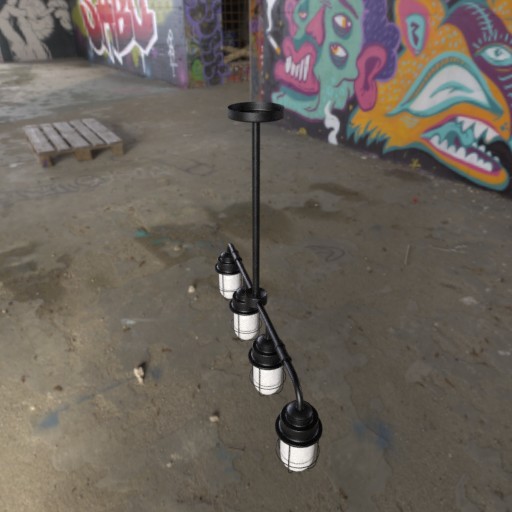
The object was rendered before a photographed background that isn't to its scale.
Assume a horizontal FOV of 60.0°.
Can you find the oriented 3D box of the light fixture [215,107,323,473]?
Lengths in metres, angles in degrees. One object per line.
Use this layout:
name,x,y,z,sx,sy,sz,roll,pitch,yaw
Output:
light fixture,0.000,0.000,1.211,0.131,0.785,0.852,-8,30,-13
